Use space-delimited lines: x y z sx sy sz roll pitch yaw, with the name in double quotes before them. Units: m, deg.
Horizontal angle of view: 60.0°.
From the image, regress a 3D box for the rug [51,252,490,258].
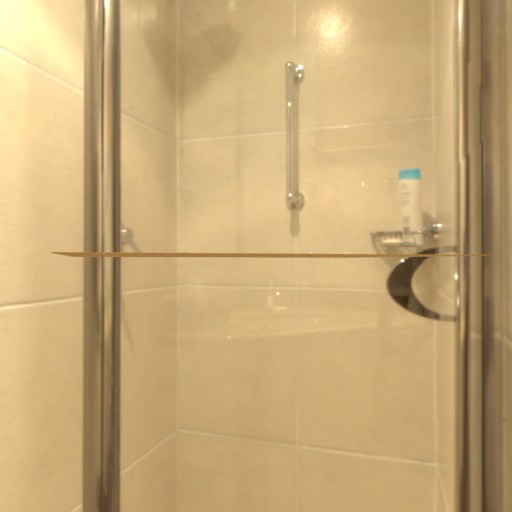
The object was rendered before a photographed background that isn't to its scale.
"rug" 0.000 0.000 3.656 2.895 0.006 1.981 0 -1 -20
